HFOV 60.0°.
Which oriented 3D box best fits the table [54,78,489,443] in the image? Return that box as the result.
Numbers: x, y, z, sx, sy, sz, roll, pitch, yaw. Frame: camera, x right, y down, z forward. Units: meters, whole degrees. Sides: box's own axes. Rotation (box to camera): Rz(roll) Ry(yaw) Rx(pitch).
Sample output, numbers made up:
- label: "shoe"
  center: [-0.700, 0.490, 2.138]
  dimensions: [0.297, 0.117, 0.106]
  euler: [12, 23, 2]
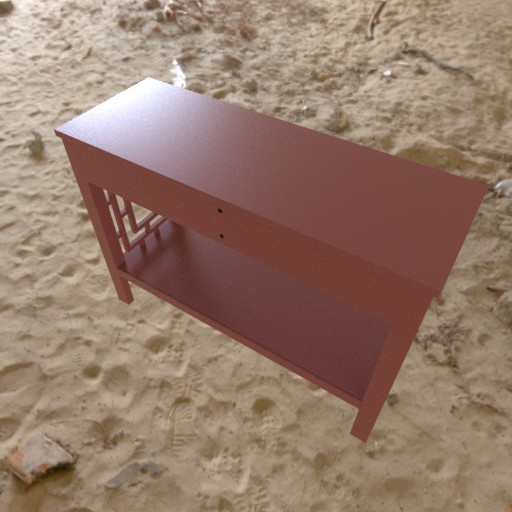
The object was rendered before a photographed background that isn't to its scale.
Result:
- label: "table"
  center: [0.000, 0.000, 1.408]
  dimensions: [1.068, 0.753, 0.397]
  euler: [25, 51, 22]
